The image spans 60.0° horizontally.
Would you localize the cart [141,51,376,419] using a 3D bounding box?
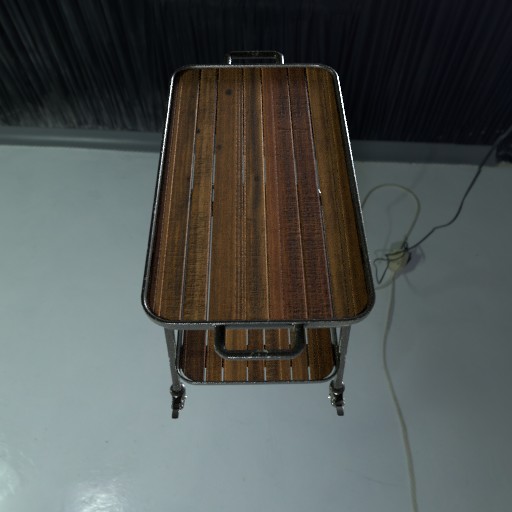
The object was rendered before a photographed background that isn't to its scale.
[{"bbox_3d":[0.000,0.000,1.217,0.515,0.700,0.806,-1,59,0],"label":"cart"}]
